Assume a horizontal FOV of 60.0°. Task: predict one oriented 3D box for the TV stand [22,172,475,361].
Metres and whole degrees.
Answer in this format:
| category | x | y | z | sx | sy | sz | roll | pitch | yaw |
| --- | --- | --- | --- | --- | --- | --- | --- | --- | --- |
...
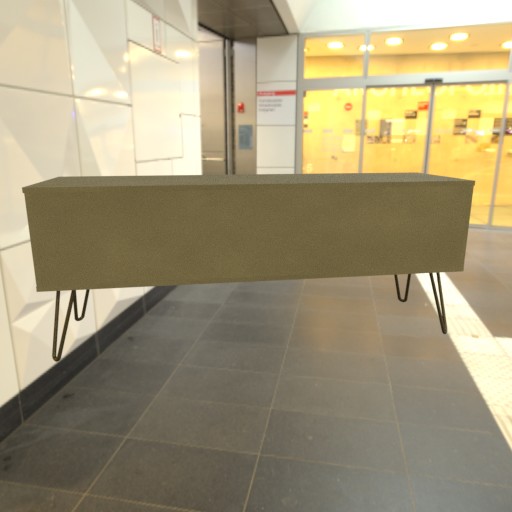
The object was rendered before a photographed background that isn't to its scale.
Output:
| category | x | y | z | sx | sy | sz | roll | pitch | yaw |
| --- | --- | --- | --- | --- | --- | --- | --- | --- | --- |
| TV stand | 0.000 | 0.000 | 1.618 | 1.400 | 0.560 | 0.400 | -2 | 15 | -9 |
